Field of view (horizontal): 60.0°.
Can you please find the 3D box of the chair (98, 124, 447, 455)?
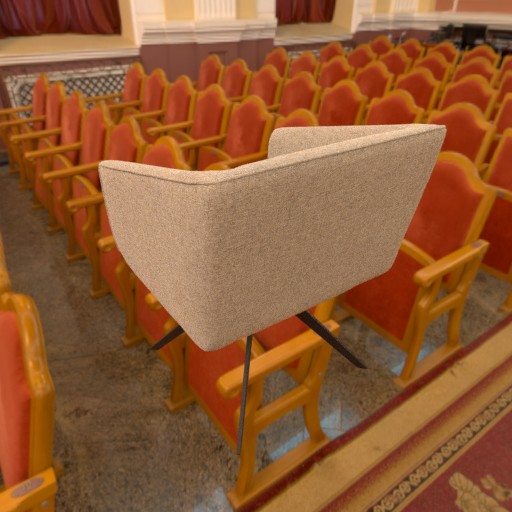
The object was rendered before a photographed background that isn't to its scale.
[{"bbox_3d":[0.000,0.000,1.232,0.628,0.760,0.623,-20,36,-30],"label":"chair"}]
